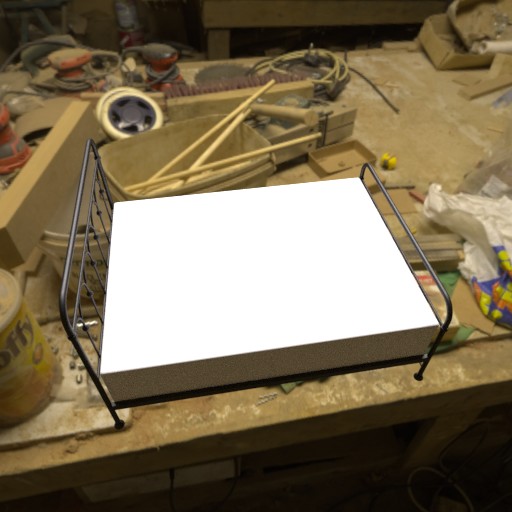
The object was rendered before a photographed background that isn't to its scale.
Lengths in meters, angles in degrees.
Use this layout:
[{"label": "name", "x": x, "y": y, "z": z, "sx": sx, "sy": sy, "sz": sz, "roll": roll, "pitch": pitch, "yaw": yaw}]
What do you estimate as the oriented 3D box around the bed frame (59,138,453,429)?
[{"label": "bed frame", "x": 0.000, "y": 0.000, "z": 3.194, "sx": 2.203, "sy": 1.276, "sz": 1.664, "roll": -7, "pitch": 47, "yaw": -7}]
